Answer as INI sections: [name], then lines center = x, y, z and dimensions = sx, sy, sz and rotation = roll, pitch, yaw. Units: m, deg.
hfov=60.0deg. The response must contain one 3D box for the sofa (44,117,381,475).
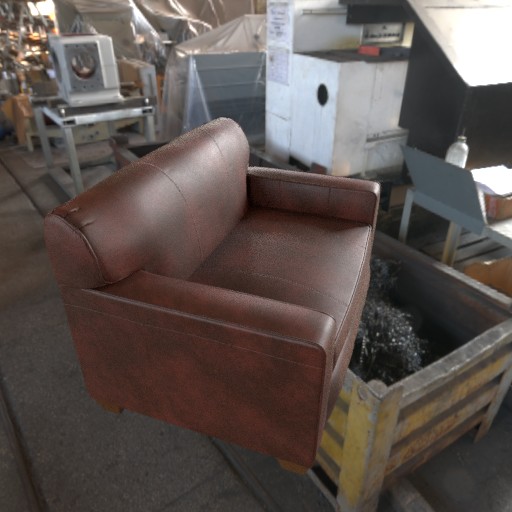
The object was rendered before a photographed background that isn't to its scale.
[sofa]
center = 0.000, 0.000, 2.026
dimensions = 1.000, 0.956, 1.413
rotation = 11, 32, 17
